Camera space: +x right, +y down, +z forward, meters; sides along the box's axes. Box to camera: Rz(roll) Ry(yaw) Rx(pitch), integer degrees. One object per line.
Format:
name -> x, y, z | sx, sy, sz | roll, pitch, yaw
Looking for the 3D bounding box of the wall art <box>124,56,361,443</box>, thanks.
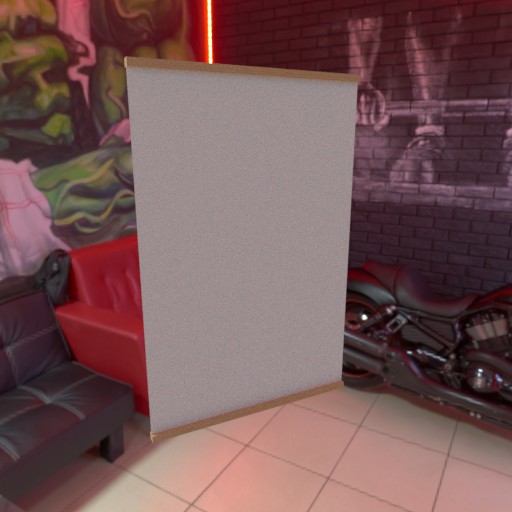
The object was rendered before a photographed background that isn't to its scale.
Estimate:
wall art -> 0.000, 0.000, 1.910 | 0.991, 1.510, 0.040 | -7, 16, -25
